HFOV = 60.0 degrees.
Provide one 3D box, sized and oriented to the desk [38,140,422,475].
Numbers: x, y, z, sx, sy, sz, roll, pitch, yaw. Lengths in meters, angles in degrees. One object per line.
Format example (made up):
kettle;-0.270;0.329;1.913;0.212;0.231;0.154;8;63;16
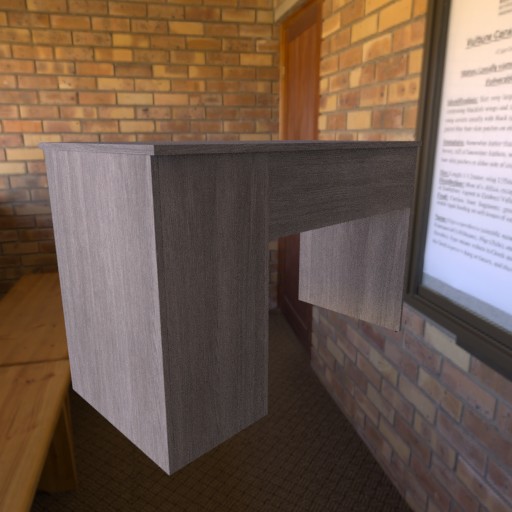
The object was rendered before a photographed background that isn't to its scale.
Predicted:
desk;0.000;0.000;1.470;0.560;0.735;1.097;14;21;43
